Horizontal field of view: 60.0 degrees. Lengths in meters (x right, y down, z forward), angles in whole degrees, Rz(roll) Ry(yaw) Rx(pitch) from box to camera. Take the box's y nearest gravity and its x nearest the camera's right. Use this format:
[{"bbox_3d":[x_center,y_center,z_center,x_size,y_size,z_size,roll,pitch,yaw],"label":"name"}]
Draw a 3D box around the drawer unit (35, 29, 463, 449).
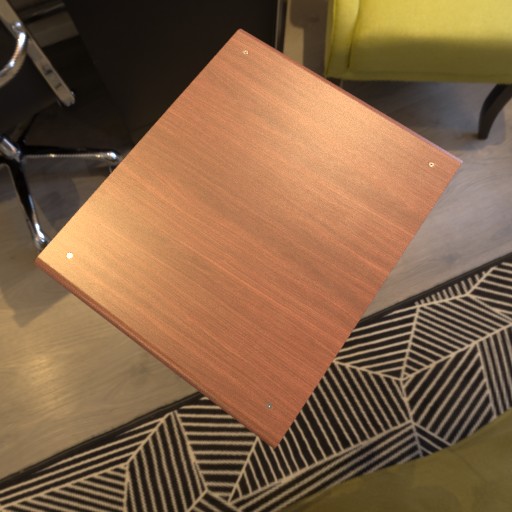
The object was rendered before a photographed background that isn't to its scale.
[{"bbox_3d":[0.000,0.000,0.618,0.290,0.351,0.349,35,77,9],"label":"drawer unit"}]
